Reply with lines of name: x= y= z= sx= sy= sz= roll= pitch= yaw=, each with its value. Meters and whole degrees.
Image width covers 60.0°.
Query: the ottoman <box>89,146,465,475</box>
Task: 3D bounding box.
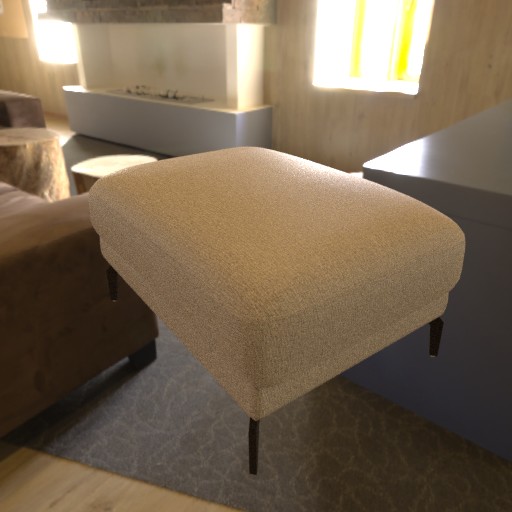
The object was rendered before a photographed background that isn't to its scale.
ottoman: x=0.000 y=0.000 z=1.069 sx=0.568 sy=0.420 sz=0.772 roll=-19 pitch=33 yaw=-32
